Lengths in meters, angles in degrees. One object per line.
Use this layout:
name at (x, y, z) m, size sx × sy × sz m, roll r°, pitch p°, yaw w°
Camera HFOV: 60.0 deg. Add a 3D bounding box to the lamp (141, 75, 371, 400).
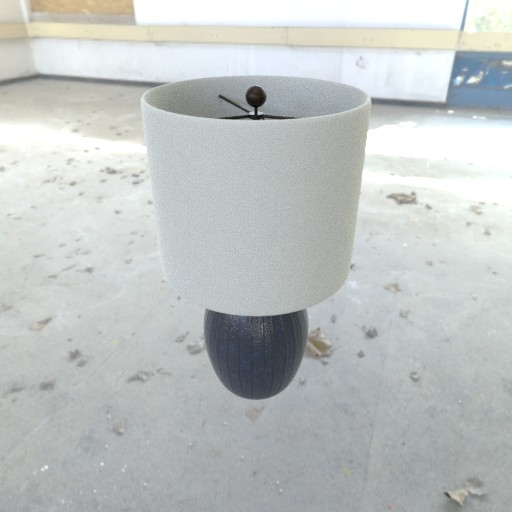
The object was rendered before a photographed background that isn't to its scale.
lamp at (0.000, 0.000, 0.782) m, size 0.329 × 0.570 × 0.329 m, roll 11°, pitch 32°, yaw 18°
